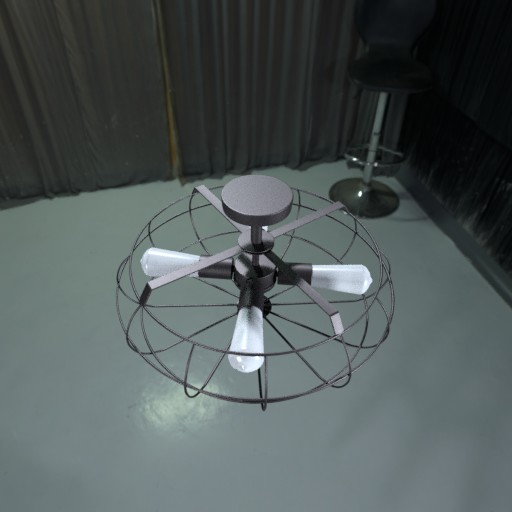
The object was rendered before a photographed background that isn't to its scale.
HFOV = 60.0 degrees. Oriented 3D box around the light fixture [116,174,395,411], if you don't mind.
[{"bbox_3d":[0.000,0.000,0.911,0.582,0.311,0.582,0,43,0],"label":"light fixture"}]
